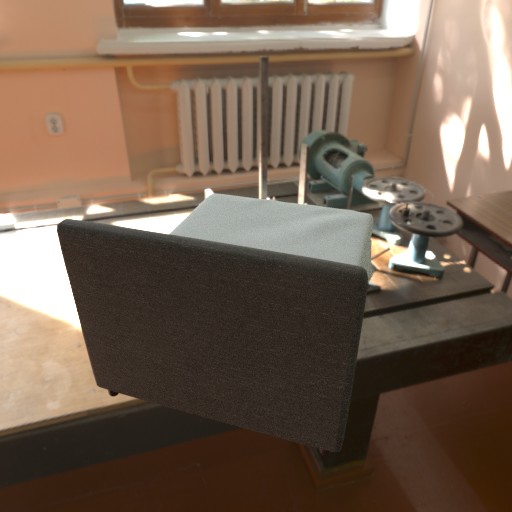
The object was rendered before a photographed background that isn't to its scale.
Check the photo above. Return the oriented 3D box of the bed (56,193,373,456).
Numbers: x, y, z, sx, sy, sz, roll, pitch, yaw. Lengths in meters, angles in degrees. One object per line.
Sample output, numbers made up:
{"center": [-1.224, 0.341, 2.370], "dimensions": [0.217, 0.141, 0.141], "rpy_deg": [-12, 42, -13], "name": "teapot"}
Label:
{"center": [0.000, 0.000, 3.343], "dimensions": [1.723, 1.330, 2.142], "rpy_deg": [10, 32, 15], "name": "bed"}
